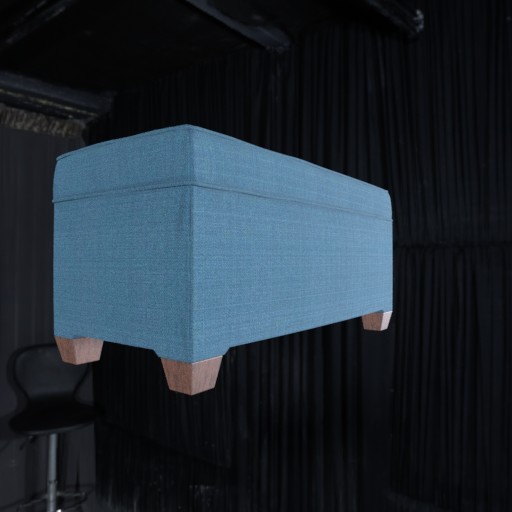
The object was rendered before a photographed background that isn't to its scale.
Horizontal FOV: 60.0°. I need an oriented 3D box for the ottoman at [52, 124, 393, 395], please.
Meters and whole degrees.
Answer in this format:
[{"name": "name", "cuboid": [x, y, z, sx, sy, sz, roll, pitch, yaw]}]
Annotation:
[{"name": "ottoman", "cuboid": [0.000, 0.000, 1.221, 0.474, 0.474, 0.943, 0, 0, 37]}]
